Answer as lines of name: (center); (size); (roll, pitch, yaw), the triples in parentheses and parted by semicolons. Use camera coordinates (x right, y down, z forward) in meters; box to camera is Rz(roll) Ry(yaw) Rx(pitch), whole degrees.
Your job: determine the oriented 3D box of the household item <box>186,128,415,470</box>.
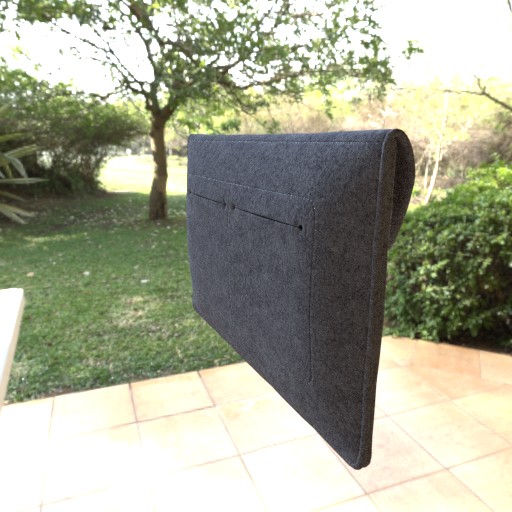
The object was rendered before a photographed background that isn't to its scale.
household item: (0.000, 0.000, 0.410); (0.057, 0.221, 0.335); (-7, 17, -26)
